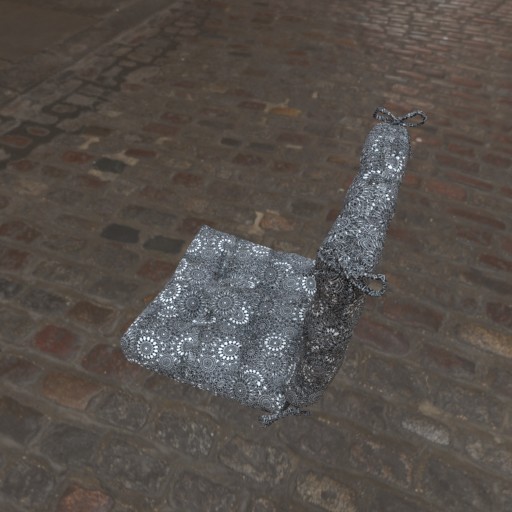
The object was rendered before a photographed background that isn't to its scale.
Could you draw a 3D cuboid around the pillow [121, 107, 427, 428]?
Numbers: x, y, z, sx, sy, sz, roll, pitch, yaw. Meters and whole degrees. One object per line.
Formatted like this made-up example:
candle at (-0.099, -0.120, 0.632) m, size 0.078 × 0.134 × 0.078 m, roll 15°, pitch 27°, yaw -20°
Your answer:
pillow at (0.000, 0.000, 1.027) m, size 0.571 × 0.605 × 0.519 m, roll 16°, pitch 48°, yaw 15°
